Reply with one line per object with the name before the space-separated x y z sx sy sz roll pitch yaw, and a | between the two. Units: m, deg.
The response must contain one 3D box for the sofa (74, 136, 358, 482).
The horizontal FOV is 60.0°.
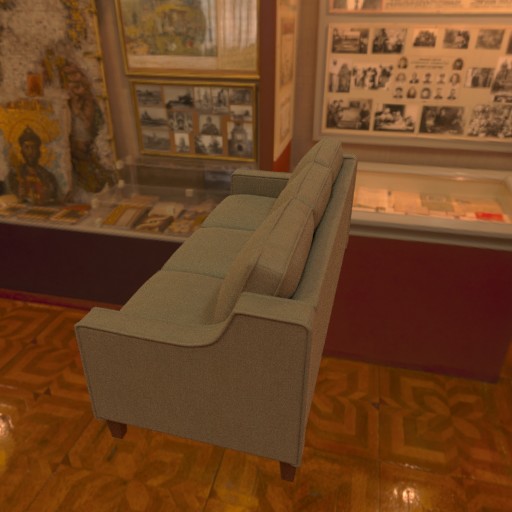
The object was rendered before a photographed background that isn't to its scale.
sofa | 0.000 0.000 2.468 0.911 0.974 1.986 8 29 14
